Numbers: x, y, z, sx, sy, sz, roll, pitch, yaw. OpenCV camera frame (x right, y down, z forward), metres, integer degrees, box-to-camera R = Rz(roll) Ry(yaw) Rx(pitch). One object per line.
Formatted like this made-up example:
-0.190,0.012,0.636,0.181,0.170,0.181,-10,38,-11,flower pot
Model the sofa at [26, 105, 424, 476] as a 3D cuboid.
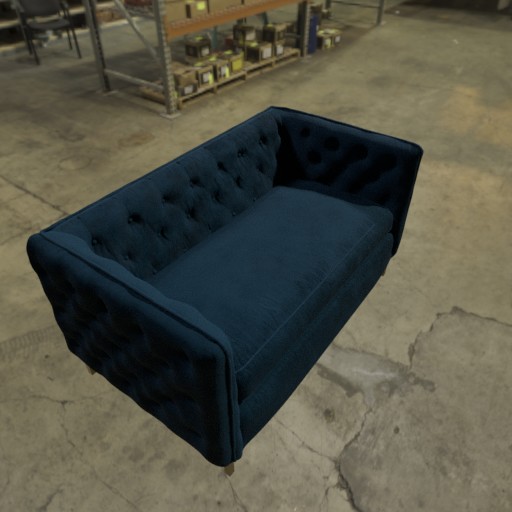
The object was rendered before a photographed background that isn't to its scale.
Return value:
0.000,0.000,2.057,0.909,0.810,1.583,25,46,27,sofa
